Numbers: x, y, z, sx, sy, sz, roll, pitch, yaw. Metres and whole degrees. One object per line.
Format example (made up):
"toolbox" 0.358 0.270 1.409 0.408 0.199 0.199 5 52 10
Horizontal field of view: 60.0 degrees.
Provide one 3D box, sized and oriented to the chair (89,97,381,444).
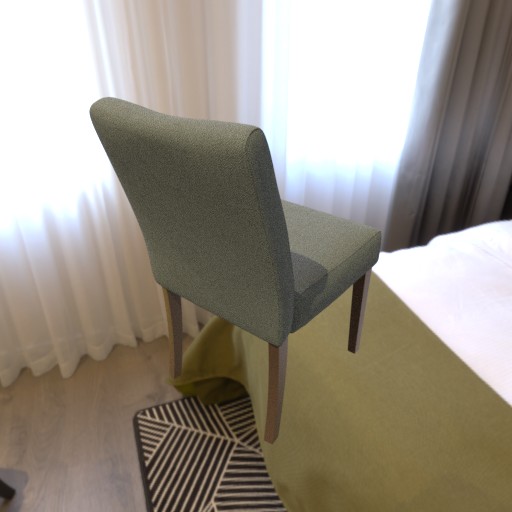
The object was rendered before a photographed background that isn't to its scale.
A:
"chair" 0.000 0.000 1.235 0.487 0.882 0.629 22 37 32
